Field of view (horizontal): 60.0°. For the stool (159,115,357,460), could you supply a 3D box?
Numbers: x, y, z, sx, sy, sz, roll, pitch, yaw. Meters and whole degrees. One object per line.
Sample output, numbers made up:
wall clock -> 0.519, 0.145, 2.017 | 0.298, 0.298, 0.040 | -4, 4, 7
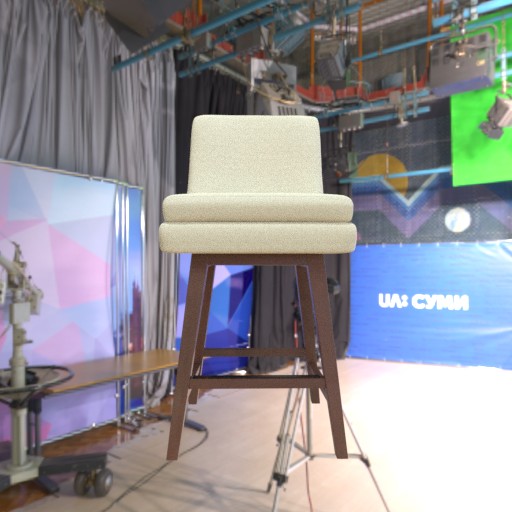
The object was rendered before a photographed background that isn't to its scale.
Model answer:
stool -> 0.000, 0.000, 1.315 | 0.483, 0.991, 0.559 | 0, 0, -1
